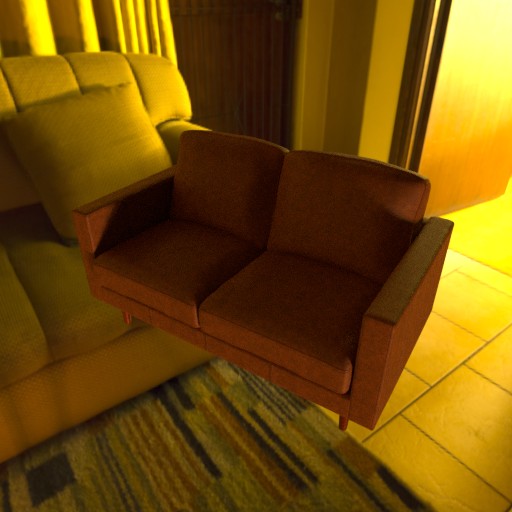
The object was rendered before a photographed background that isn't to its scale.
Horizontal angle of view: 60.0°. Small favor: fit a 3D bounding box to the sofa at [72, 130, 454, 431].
[{"bbox_3d":[0.000,0.000,2.164,1.578,0.951,0.909,18,36,27],"label":"sofa"}]
